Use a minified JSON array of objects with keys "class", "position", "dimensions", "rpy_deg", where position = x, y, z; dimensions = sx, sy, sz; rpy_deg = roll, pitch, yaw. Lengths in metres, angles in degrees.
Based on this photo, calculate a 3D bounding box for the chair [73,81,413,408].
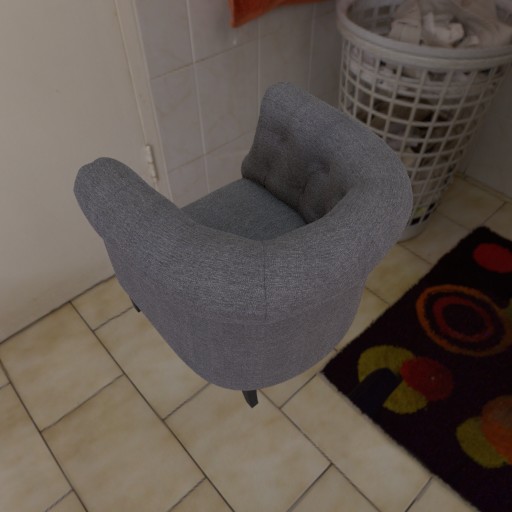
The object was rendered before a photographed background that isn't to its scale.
[{"class":"chair","position":[0.000,0.000,1.568],"dimensions":[0.905,0.827,0.852],"rpy_deg":[-32,56,-25]}]
